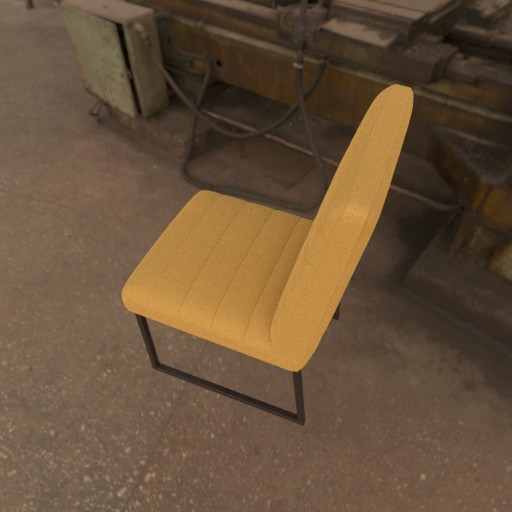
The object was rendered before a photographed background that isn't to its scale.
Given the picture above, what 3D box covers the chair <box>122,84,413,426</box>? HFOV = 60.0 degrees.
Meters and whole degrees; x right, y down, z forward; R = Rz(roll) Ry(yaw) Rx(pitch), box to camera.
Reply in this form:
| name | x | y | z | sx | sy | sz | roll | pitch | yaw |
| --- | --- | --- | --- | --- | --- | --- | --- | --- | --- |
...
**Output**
| name | x | y | z | sx | sy | sz | roll | pitch | yaw |
| --- | --- | --- | --- | --- | --- | --- | --- | --- | --- |
| chair | 0.000 | 0.000 | 1.298 | 0.634 | 0.930 | 0.520 | 16 | 48 | 15 |
